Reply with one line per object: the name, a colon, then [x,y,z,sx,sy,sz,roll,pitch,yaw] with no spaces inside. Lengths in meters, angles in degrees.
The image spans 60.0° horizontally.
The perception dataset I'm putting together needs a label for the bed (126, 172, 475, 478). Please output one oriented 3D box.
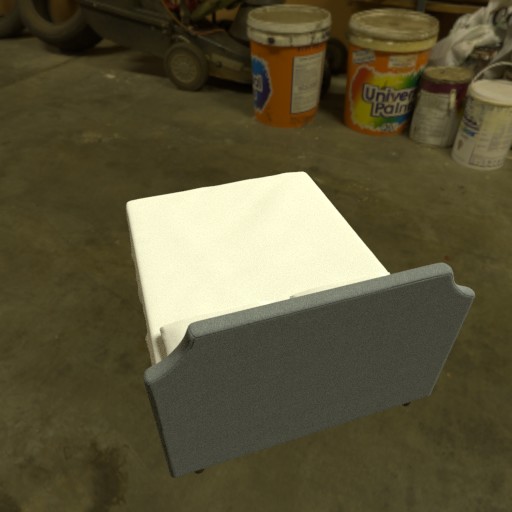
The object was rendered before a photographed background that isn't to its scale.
bed: [0.000,0.000,3.267,1.811,1.296,2.259,-12,42,-14]
